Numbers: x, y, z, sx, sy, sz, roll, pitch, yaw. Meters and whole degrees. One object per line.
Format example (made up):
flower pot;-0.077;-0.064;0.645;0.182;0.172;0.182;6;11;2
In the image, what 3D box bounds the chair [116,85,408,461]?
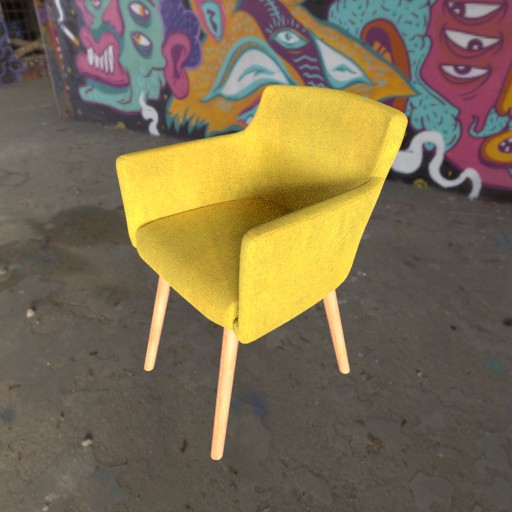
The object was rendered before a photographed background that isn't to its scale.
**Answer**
chair;0.000;0.000;1.172;0.570;0.780;0.570;-22;37;-32
